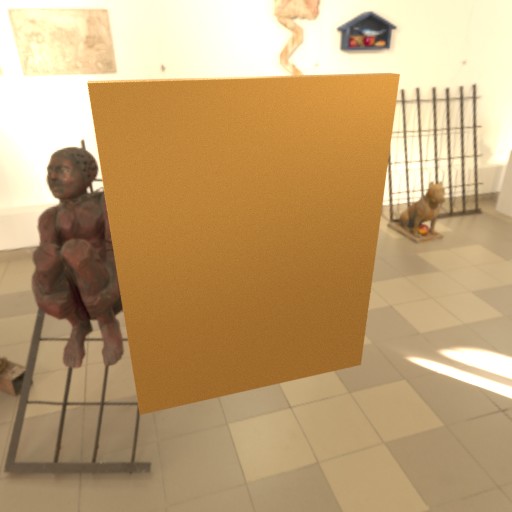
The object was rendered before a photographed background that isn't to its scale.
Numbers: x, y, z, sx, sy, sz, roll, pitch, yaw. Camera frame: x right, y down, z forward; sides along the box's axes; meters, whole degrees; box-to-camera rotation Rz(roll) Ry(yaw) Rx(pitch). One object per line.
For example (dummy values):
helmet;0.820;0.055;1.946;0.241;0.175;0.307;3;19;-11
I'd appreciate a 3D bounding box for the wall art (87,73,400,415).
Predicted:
wall art;0.000;0.000;1.015;0.610;0.762;0.038;-8;28;-16
